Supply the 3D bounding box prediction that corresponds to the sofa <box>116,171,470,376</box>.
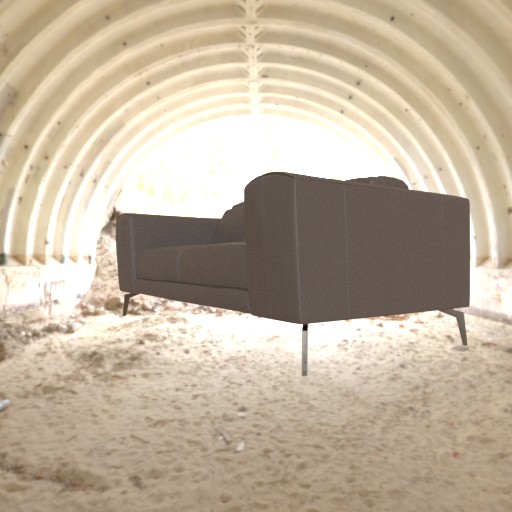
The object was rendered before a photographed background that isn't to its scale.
[{"bbox_3d":[0.000,0.000,2.408,1.003,0.779,1.895,0,-1,-34],"label":"sofa"}]
